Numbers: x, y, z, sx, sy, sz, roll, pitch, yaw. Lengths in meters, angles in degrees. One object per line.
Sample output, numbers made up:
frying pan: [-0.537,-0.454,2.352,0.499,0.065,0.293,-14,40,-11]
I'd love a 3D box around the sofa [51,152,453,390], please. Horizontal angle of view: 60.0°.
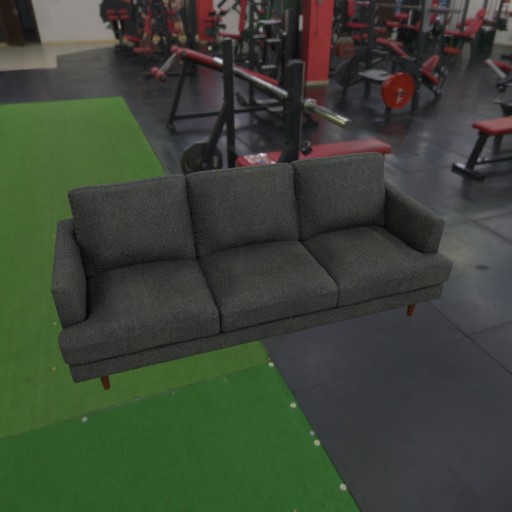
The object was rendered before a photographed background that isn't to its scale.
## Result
sofa: [0.000,0.000,2.707,2.246,0.930,0.903,-10,33,-16]
